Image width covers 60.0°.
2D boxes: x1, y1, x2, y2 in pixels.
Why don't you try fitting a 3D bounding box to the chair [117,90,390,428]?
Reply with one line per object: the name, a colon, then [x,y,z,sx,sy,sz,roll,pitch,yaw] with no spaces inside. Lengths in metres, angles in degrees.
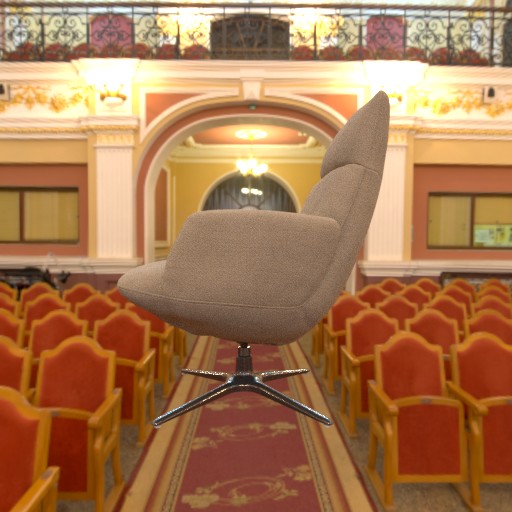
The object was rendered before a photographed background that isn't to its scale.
chair: [0.000,0.000,1.593,0.889,1.016,0.711,0,2,0]
